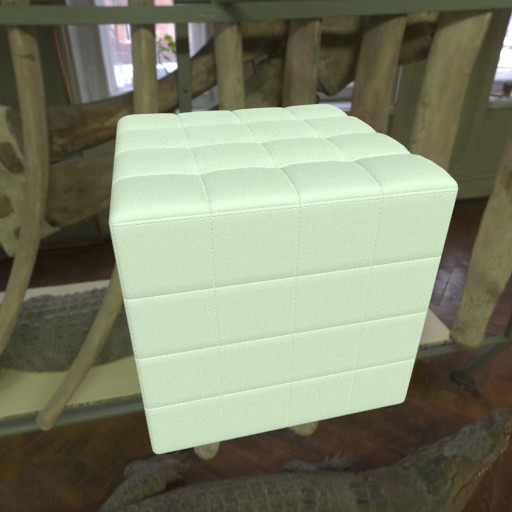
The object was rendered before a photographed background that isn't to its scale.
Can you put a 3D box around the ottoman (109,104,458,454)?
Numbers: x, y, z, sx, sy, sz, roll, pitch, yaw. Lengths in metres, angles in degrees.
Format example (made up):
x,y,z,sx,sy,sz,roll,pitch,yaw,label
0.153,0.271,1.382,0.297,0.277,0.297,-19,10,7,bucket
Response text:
x,y,z,sx,sy,sz,roll,pitch,yaw,label
0.000,0.000,0.787,0.425,0.432,0.425,-7,32,-12,ottoman
